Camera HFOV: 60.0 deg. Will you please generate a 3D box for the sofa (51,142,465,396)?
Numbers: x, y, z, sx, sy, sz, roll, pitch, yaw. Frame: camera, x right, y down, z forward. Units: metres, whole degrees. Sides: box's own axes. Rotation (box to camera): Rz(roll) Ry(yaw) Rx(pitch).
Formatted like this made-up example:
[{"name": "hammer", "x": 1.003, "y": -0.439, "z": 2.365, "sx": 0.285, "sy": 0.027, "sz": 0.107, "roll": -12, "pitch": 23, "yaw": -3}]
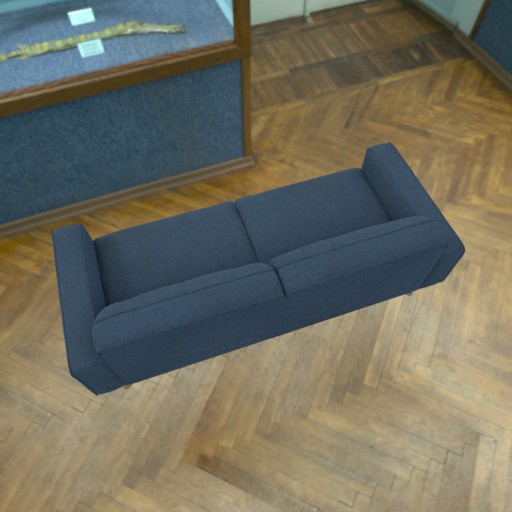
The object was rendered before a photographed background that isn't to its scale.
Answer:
[{"name": "sofa", "x": 0.000, "y": 0.000, "z": 2.723, "sx": 2.270, "sy": 0.782, "sz": 0.953, "roll": -16, "pitch": 60, "yaw": -10}]
